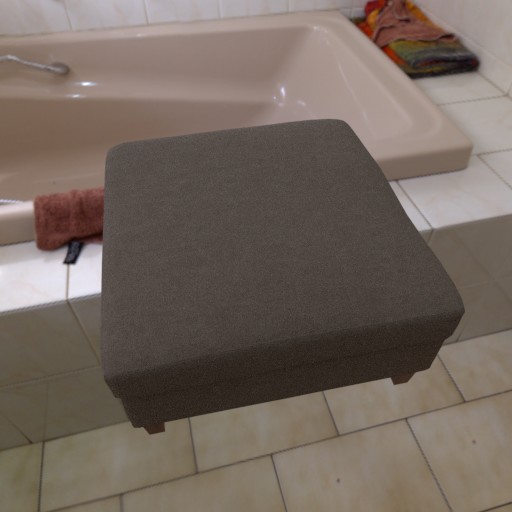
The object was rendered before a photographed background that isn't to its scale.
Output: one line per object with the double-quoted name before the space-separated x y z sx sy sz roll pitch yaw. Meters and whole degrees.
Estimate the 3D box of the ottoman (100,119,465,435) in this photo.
"ottoman" 0.000 0.000 1.399 0.861 0.482 0.881 -9 48 -8
